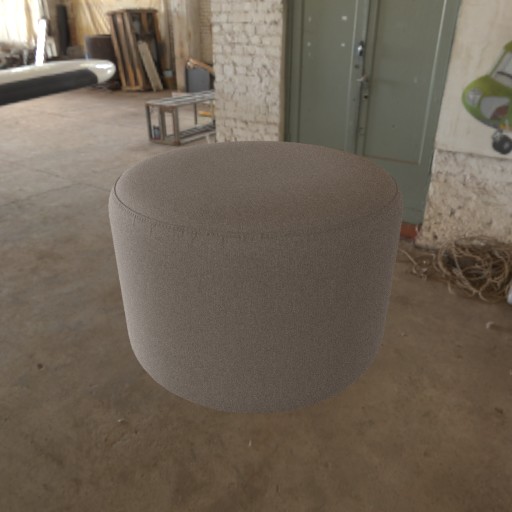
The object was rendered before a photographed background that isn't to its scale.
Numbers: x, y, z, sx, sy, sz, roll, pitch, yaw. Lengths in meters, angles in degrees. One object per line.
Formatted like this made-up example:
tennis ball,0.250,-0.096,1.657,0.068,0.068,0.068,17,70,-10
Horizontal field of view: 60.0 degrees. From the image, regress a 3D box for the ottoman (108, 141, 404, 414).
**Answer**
ottoman,0.000,0.000,1.019,0.608,0.433,0.608,0,27,0
